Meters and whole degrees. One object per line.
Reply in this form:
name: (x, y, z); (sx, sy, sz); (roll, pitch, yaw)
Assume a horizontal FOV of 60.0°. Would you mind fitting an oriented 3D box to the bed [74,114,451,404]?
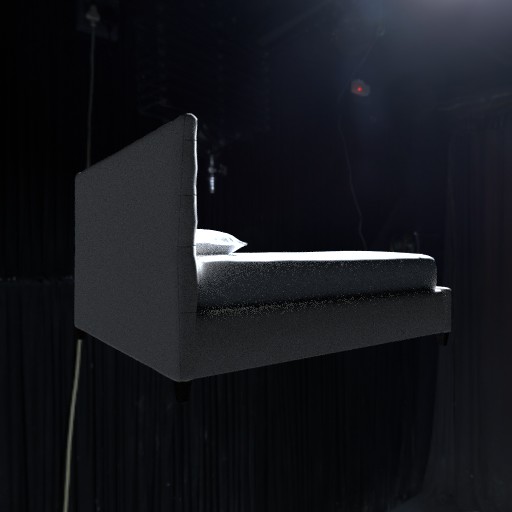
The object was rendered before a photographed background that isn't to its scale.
bed: (0.000, 0.000, 3.662); (2.387, 1.427, 2.078); (0, 1, -36)
